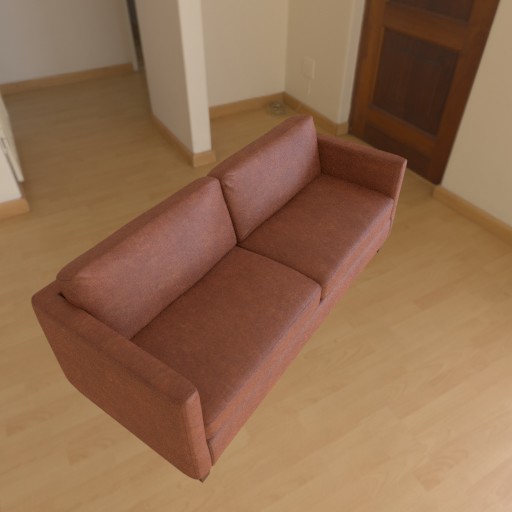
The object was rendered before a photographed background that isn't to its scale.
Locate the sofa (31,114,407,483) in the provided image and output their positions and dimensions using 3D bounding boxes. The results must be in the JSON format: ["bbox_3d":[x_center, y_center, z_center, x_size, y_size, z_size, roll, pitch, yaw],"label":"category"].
[{"bbox_3d":[0.000,0.000,2.611,0.950,0.932,2.204,25,47,26],"label":"sofa"}]
